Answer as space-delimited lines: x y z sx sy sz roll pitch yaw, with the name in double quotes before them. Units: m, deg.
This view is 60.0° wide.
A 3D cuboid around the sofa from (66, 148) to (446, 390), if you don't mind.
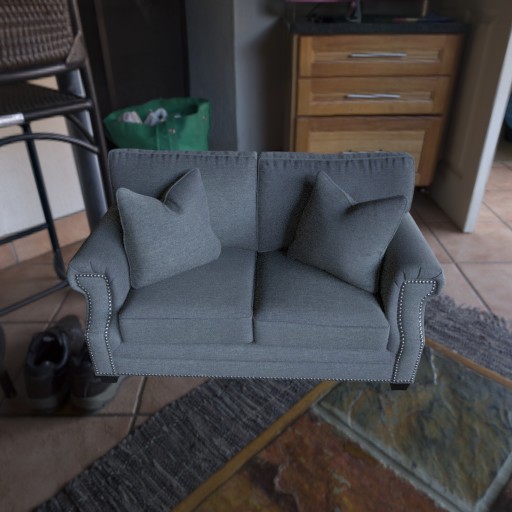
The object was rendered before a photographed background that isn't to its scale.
"sofa" 0.000 0.000 2.308 1.701 0.966 0.966 1 30 2
